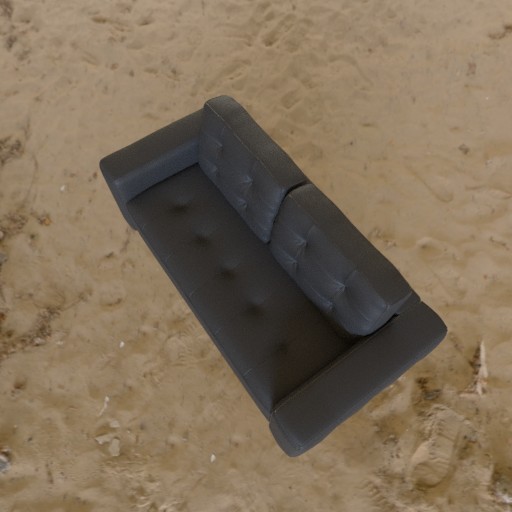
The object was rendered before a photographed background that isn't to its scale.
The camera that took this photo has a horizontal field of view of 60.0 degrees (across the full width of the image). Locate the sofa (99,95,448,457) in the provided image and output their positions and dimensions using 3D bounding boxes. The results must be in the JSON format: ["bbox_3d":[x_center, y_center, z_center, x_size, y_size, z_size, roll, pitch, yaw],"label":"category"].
[{"bbox_3d":[0.000,0.000,2.241,0.833,0.893,1.726,-32,67,-15],"label":"sofa"}]
